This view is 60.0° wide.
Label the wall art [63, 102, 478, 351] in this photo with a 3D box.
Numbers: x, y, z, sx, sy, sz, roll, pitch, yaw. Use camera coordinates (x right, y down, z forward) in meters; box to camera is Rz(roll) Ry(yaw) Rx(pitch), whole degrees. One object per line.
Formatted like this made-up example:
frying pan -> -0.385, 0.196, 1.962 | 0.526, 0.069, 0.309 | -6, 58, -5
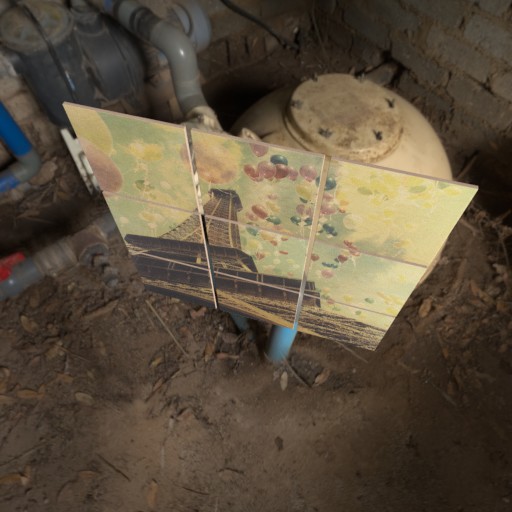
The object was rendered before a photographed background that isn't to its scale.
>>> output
wall art -> 0.000, 0.000, 1.774 | 1.219, 1.218, 0.013 | 14, 59, 8
